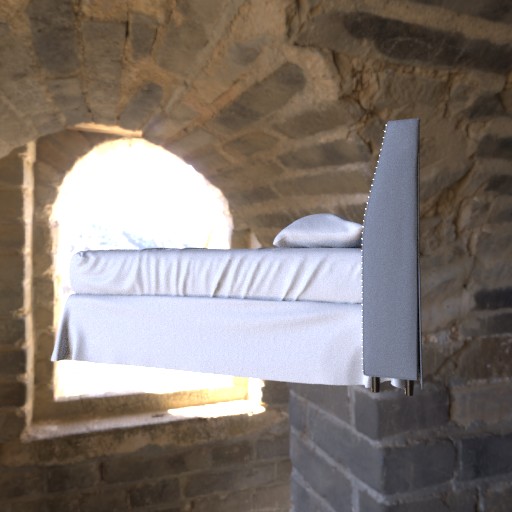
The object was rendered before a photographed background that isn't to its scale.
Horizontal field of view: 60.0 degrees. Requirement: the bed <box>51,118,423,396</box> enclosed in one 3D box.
[{"bbox_3d":[0.000,0.000,3.312,2.276,1.332,1.925,0,0,19],"label":"bed"}]
